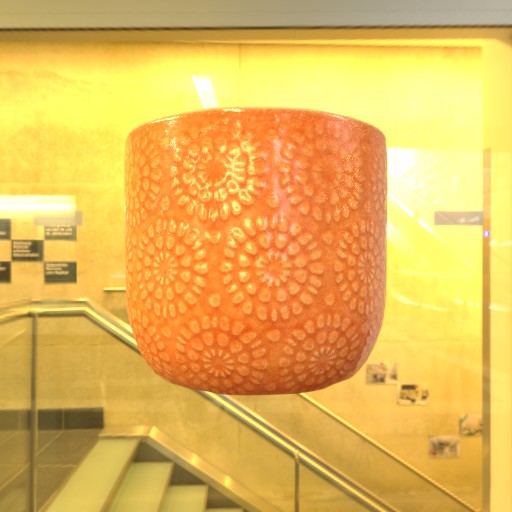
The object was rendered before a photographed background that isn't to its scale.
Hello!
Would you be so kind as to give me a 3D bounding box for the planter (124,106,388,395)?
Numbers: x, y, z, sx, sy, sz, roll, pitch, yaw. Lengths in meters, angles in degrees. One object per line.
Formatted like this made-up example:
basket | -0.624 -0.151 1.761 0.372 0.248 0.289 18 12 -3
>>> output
planter | 0.000 0.000 0.293 0.170 0.152 0.170 0 0 0
